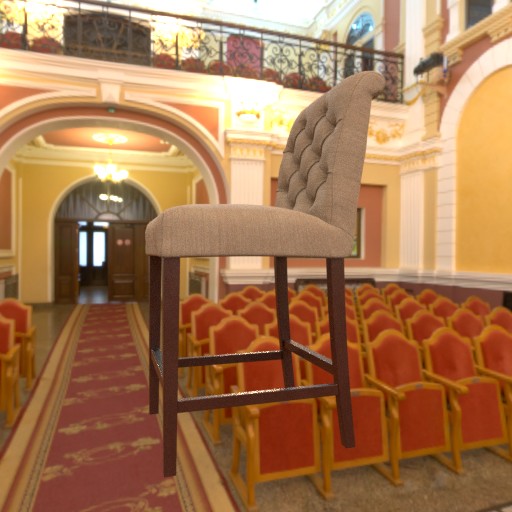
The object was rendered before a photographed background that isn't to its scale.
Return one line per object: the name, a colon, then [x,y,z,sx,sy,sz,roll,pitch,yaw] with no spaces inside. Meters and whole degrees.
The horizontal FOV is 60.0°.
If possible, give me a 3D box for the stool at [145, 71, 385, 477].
stool: [0.000,0.000,1.402,0.660,1.084,0.486,0,1,-18]
